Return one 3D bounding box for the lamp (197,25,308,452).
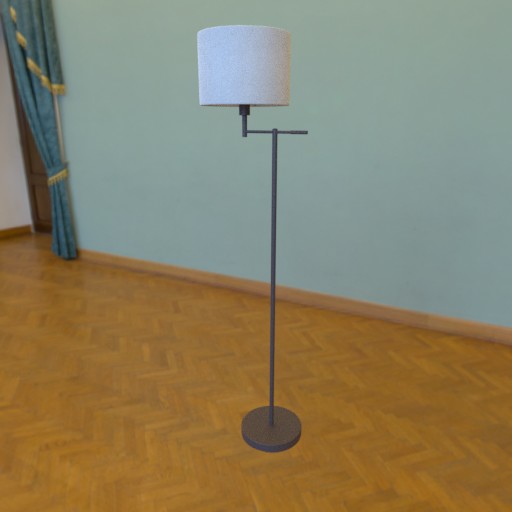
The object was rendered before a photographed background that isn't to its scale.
[{"bbox_3d":[0.000,0.000,1.758,0.416,1.600,0.324,8,19,25],"label":"lamp"}]
